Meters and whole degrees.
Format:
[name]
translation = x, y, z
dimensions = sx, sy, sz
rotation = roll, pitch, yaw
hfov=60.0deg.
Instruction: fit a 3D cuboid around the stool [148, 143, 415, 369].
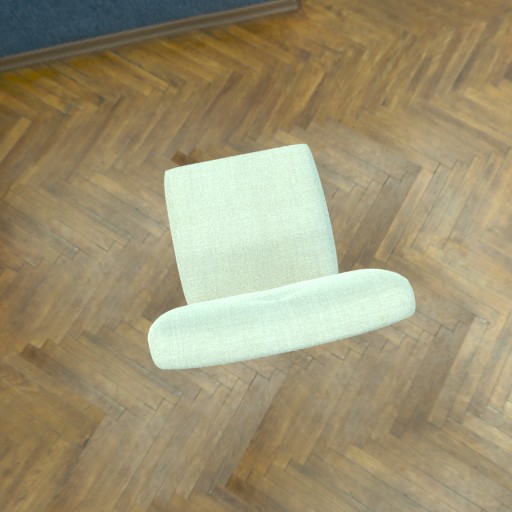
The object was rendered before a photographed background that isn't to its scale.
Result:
[stool]
translation = 0.000, 0.000, 1.330
dimensions = 0.514, 0.972, 0.603
rotation = -12, 76, -3
